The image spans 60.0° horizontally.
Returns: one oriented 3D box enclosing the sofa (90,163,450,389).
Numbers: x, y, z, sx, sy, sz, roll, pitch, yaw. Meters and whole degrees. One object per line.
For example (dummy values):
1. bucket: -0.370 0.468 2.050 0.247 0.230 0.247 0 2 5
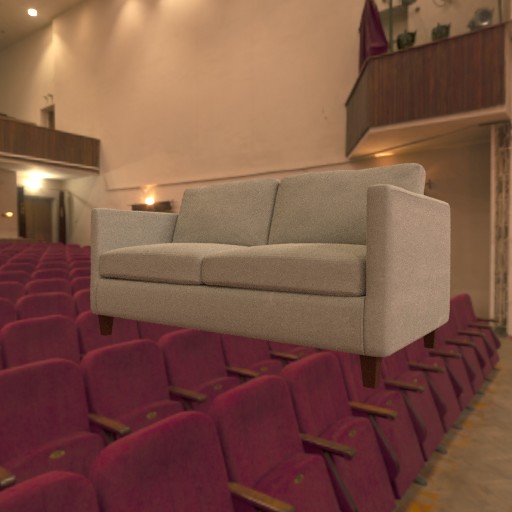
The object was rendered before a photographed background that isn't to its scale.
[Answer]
1. sofa: 0.000 0.000 2.512 1.884 0.963 0.950 1 2 36
